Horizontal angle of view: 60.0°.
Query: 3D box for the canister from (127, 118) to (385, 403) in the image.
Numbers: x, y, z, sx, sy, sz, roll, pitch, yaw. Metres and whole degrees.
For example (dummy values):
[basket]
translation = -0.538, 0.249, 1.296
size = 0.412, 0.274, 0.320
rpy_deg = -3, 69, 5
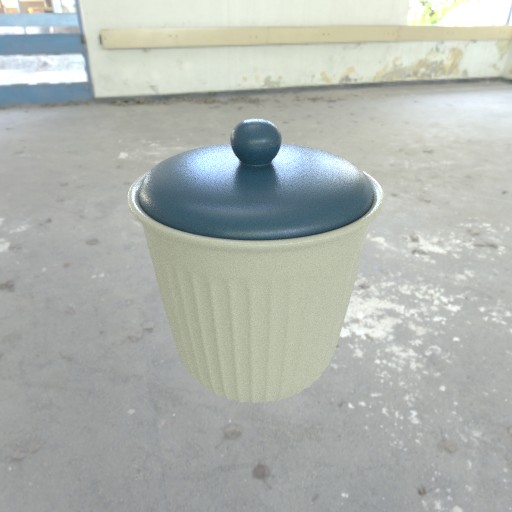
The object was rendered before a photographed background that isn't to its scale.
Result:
[canister]
translation = 0.000, 0.000, 0.350
size = 0.181, 0.211, 0.181
rpy_deg = 0, 30, 0
